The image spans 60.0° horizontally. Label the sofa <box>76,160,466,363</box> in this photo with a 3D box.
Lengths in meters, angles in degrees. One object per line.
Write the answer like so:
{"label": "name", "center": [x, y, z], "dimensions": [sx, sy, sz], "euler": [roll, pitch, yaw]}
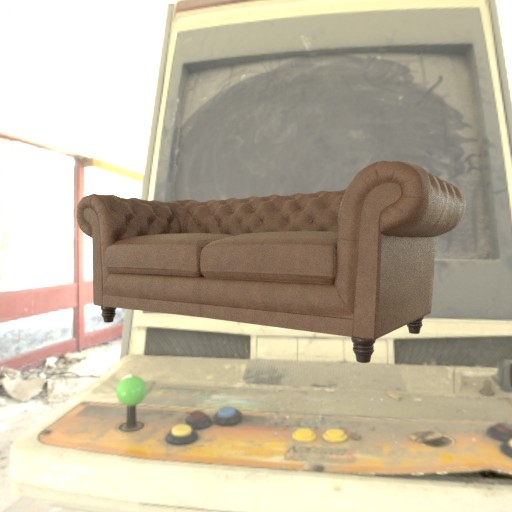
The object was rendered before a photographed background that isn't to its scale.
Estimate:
{"label": "sofa", "center": [0.000, 0.000, 2.475], "dimensions": [2.048, 0.784, 0.955], "euler": [1, 1, 35]}
